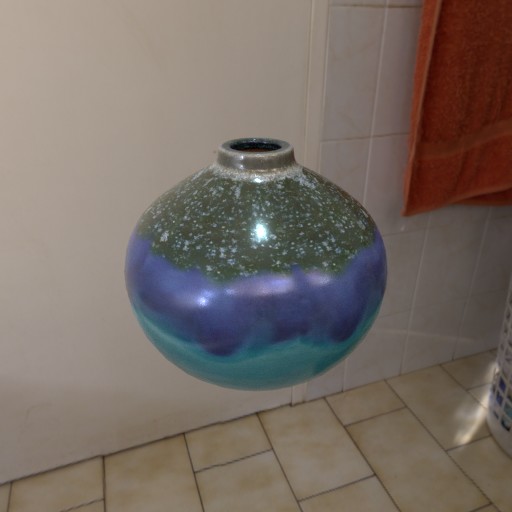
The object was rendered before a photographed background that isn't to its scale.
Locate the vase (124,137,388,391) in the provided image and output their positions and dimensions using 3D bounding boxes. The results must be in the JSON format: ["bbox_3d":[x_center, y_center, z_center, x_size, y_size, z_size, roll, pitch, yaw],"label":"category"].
[{"bbox_3d":[0.000,0.000,0.267,0.154,0.133,0.154,0,27,0],"label":"vase"}]
